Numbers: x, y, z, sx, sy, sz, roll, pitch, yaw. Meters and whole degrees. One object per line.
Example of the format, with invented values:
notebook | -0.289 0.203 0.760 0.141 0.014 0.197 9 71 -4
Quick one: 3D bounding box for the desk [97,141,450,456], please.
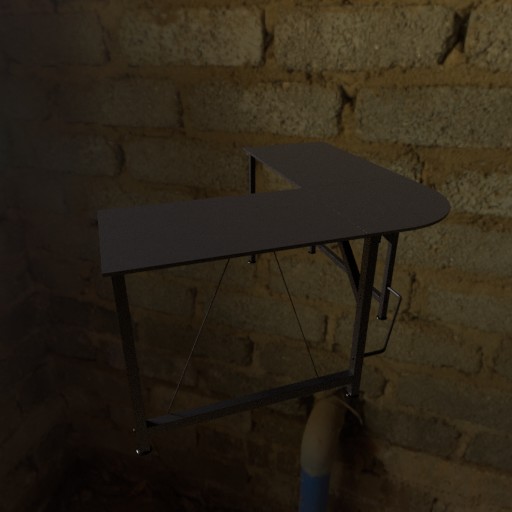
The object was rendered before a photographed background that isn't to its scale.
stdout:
desk | 0.000 0.000 2.211 1.400 0.762 1.400 -9 27 -17
